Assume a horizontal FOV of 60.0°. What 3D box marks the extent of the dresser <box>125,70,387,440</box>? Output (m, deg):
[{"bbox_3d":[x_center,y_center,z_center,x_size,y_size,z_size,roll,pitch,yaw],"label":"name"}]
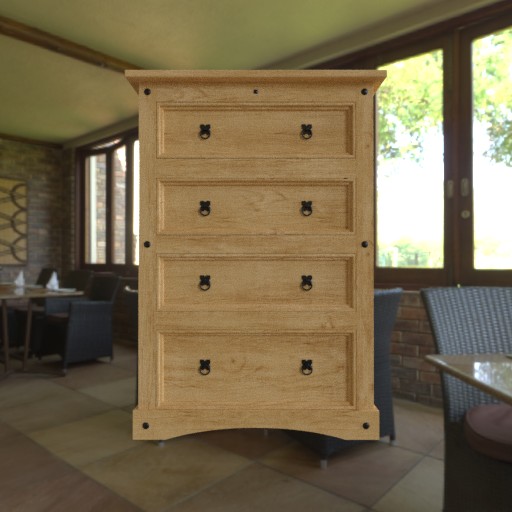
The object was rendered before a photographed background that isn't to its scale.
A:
[{"bbox_3d":[0.000,0.000,1.779,0.915,1.300,0.485,0,0,0],"label":"dresser"}]
